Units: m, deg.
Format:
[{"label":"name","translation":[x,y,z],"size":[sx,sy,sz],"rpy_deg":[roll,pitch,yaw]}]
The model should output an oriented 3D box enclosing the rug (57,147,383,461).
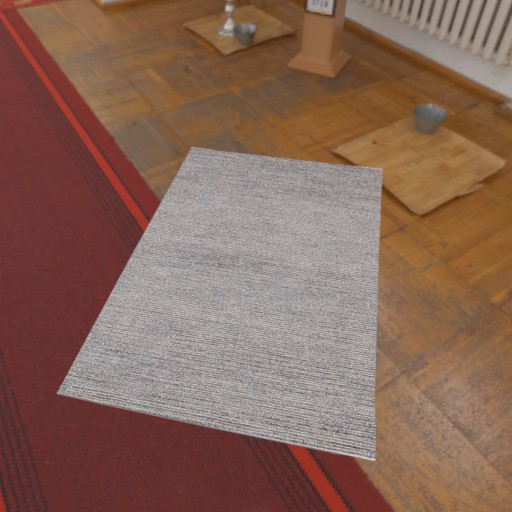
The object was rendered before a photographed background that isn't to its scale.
[{"label":"rug","translation":[0.000,0.000,2.913],"size":[1.604,0.030,2.307],"rpy_deg":[9,47,8]}]
